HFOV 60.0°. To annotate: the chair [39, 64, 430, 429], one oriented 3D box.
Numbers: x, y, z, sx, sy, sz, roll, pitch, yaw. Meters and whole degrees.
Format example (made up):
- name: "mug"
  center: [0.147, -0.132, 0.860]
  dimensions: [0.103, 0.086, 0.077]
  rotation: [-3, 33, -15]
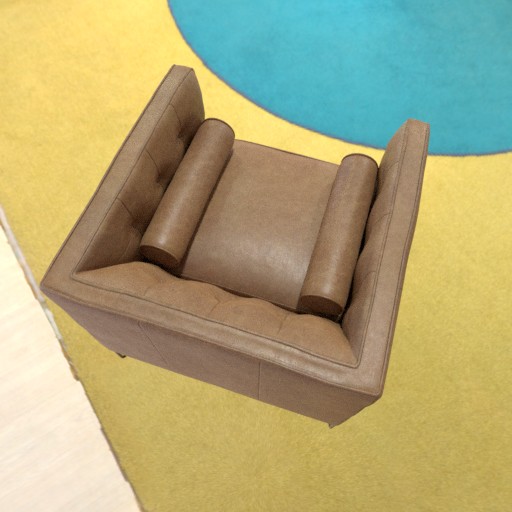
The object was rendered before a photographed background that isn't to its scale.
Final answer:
- name: "chair"
  center: [0.000, 0.000, 1.606]
  dimensions: [0.920, 0.797, 0.912]
  rotation: [16, 64, 8]
